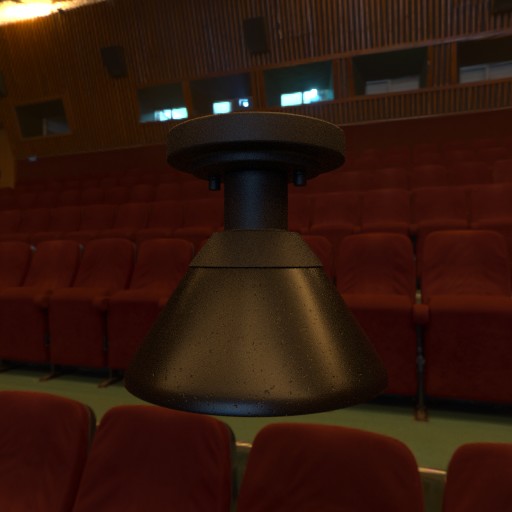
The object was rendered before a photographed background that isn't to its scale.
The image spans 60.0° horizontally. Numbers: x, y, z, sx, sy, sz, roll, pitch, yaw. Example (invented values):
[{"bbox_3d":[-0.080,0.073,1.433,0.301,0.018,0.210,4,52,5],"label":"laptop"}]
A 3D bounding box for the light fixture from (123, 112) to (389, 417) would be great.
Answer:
[{"bbox_3d":[0.000,0.000,0.350,0.200,0.183,0.200,0,0,0],"label":"light fixture"}]
